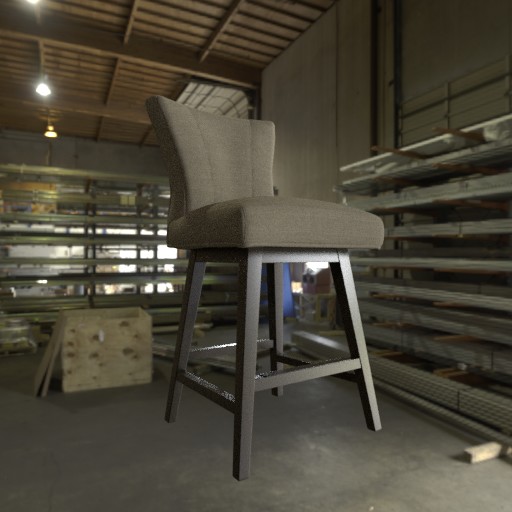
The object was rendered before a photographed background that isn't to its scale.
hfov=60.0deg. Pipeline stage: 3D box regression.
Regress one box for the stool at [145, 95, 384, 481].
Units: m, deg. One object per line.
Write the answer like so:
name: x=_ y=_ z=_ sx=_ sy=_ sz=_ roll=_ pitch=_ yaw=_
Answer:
stool: x=0.000 y=0.000 z=1.340 sx=0.514 sy=1.000 sz=0.574 roll=0 pitch=0 yaw=-37
